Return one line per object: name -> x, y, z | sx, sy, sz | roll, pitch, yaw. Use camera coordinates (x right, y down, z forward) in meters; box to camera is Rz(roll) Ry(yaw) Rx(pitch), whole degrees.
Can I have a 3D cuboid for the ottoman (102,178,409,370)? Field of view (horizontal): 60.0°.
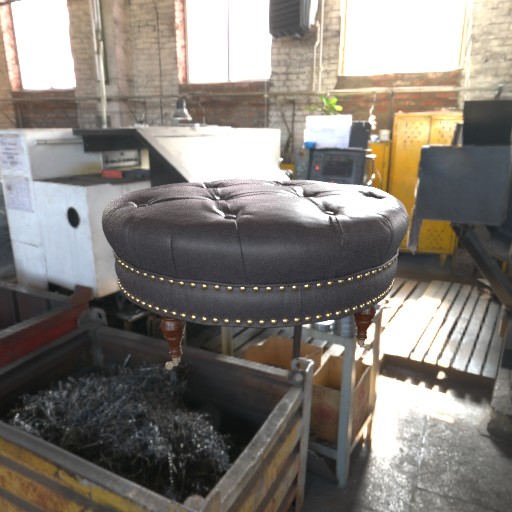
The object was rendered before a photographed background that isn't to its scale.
ottoman -> 0.000, 0.000, 1.406 | 0.901, 0.439, 0.901 | 0, 16, 0
